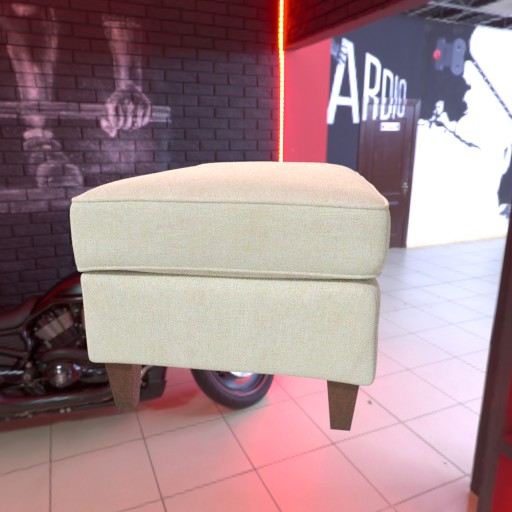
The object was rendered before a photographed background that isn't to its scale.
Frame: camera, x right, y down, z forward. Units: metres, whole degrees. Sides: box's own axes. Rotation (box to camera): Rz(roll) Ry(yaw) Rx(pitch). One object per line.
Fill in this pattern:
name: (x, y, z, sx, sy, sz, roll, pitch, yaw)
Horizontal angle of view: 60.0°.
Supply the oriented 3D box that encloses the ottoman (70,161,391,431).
ottoman: (0.000, 0.000, 1.203, 0.583, 0.484, 0.862, 2, 14, 8)
